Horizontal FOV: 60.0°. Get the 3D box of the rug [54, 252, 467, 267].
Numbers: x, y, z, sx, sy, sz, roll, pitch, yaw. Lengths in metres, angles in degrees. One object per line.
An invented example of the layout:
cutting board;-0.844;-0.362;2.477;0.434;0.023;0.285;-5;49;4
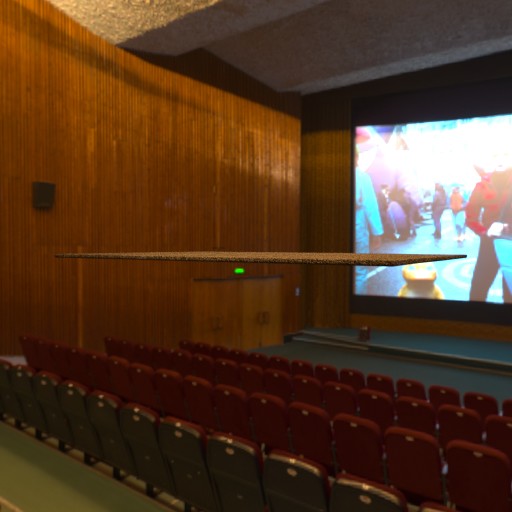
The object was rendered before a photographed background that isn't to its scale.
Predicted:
rug;0.000;0.000;2.976;2.352;0.025;1.501;1;2;36
